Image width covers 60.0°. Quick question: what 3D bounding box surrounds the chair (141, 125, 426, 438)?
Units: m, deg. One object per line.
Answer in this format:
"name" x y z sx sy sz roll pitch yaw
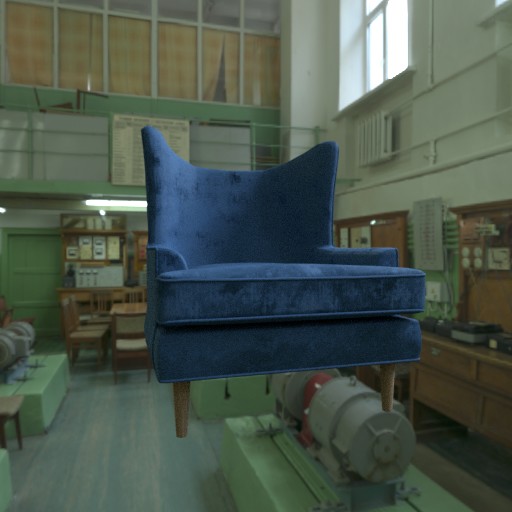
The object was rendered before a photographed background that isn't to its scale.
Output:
"chair" 0.000 0.000 1.606 0.793 0.952 0.910 0 1 -17
